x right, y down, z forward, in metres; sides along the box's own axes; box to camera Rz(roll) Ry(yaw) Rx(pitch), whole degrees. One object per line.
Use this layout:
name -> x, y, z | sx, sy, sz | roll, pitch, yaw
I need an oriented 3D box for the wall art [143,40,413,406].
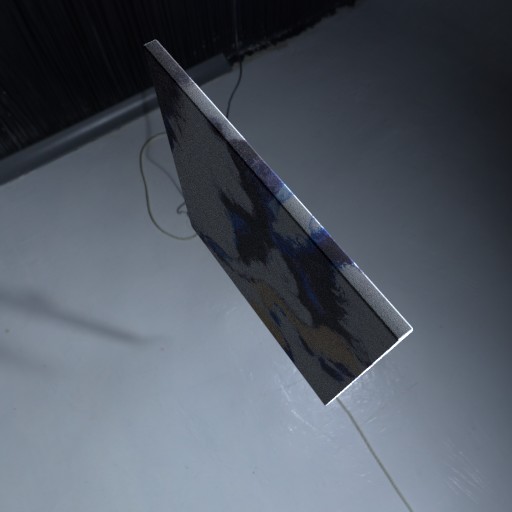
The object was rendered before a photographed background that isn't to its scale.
wall art -> 0.000, 0.000, 1.312 | 0.038, 0.885, 0.887 | -33, 69, -14
